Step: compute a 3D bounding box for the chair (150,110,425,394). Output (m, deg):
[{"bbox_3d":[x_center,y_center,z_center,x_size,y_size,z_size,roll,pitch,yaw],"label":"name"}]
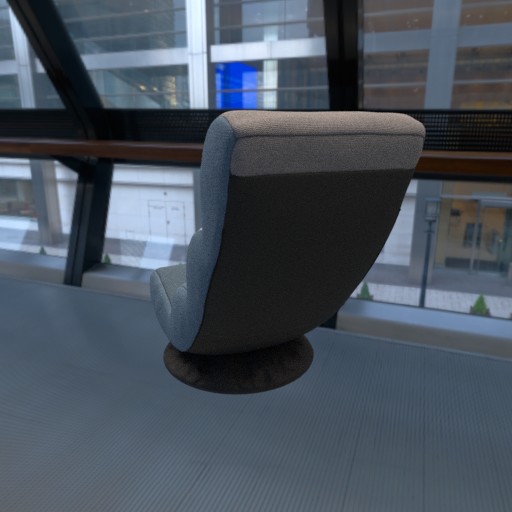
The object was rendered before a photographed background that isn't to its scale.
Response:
[{"bbox_3d":[0.000,0.000,1.069,0.420,0.641,0.661,-7,17,-24],"label":"chair"}]
